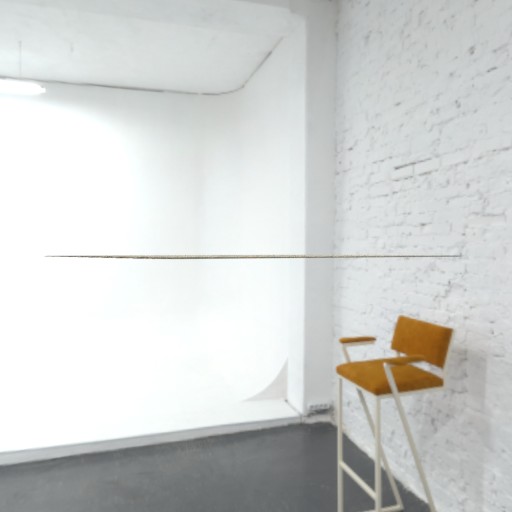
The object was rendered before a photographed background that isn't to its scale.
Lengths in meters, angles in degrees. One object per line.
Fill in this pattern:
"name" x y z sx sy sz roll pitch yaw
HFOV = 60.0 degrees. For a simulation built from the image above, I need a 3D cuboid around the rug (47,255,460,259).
"rug" 0.000 0.000 4.189 3.221 0.011 2.379 0 0 -38
